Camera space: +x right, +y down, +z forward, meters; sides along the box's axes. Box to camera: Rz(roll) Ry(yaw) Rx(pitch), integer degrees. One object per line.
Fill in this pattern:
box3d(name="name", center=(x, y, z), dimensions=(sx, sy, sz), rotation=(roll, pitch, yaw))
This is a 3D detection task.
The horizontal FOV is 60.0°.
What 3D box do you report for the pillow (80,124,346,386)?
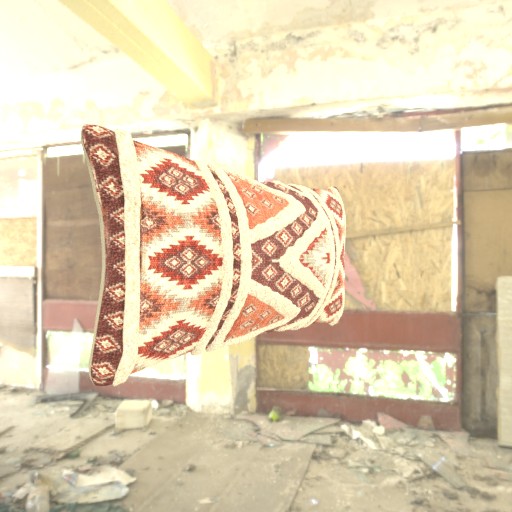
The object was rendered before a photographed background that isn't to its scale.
box3d(name="pillow", center=(0.000, 0.000, 0.710), dimensions=(0.161, 0.295, 0.608), rotation=(0, 0, 36))
